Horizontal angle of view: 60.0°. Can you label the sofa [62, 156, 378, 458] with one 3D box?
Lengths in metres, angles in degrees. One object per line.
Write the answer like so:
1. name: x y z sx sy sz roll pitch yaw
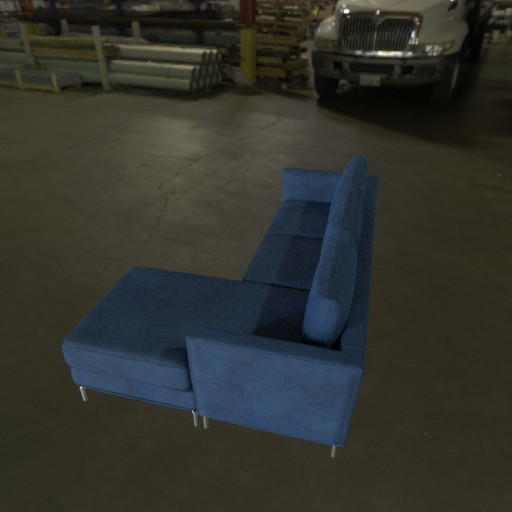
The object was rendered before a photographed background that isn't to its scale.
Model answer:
1. sofa: 0.000 0.000 3.249 1.622 0.987 2.438 8 32 13
